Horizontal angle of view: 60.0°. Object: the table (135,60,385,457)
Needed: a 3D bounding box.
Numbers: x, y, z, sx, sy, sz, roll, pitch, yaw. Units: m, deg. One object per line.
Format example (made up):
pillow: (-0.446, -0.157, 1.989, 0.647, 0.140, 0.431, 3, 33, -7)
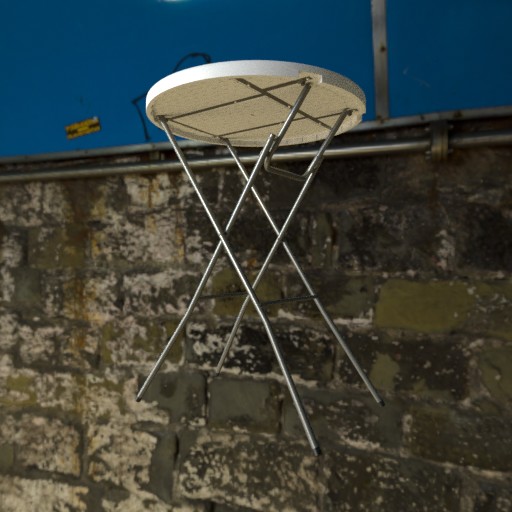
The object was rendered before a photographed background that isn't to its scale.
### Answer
table: (0.000, 0.000, 1.643, 0.795, 1.105, 0.792, 0, -1, 36)
